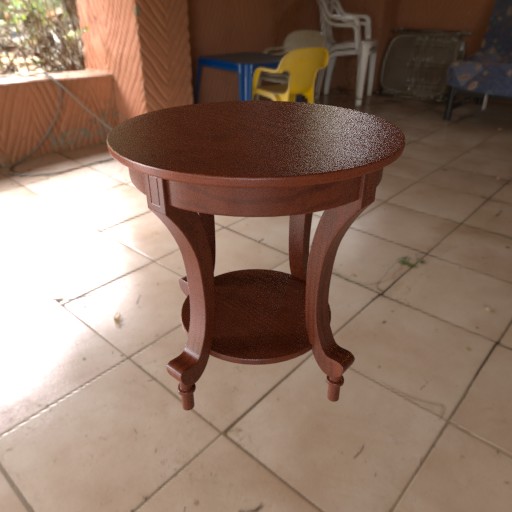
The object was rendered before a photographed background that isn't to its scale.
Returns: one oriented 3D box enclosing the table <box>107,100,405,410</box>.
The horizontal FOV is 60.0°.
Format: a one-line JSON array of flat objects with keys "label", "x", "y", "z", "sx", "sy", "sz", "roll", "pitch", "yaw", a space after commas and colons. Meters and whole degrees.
[{"label": "table", "x": 0.000, "y": 0.000, "z": 1.072, "sx": 0.597, "sy": 0.612, "sz": 0.597, "roll": 0, "pitch": 30, "yaw": 0}]
